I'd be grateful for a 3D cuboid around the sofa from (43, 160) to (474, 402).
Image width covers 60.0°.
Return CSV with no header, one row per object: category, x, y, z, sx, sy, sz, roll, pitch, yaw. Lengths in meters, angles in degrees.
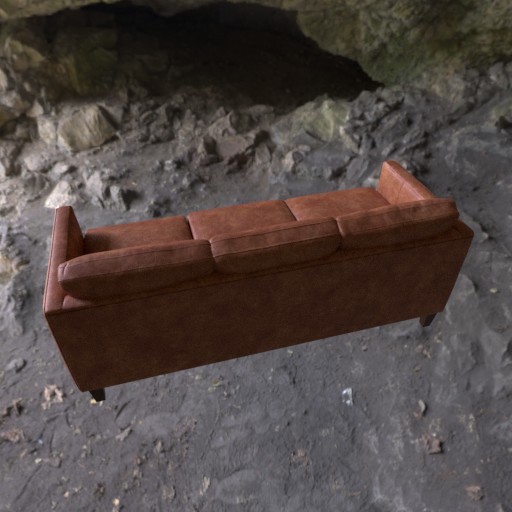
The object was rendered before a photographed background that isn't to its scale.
sofa,0.000,0.000,2.974,2.464,1.006,1.045,-10,41,-12
